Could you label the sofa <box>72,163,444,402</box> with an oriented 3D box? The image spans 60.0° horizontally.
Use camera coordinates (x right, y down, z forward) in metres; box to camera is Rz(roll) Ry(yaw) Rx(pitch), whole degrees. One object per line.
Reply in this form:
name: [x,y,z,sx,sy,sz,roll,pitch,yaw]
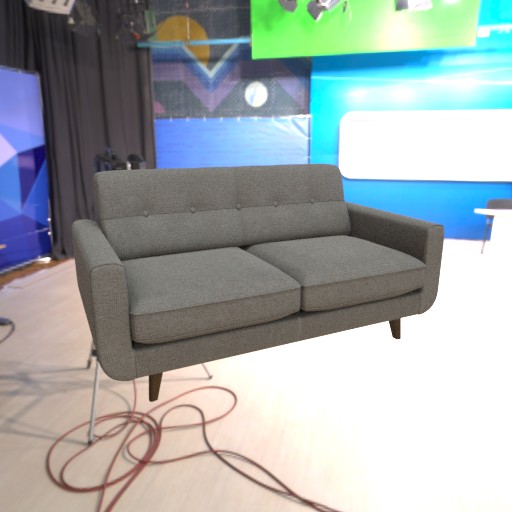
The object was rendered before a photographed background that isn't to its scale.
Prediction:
sofa: [0.000,0.000,2.207,1.631,0.841,0.909,-7,17,-25]
